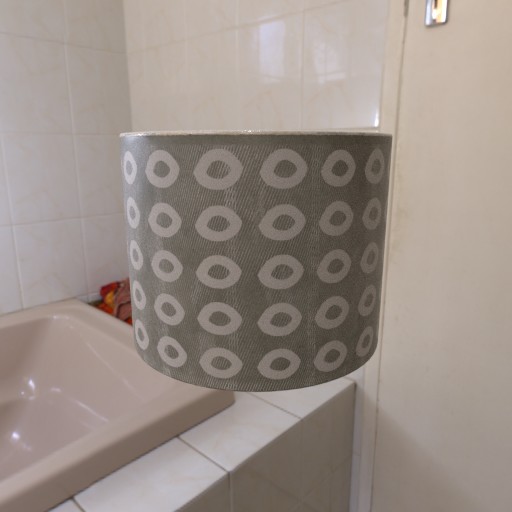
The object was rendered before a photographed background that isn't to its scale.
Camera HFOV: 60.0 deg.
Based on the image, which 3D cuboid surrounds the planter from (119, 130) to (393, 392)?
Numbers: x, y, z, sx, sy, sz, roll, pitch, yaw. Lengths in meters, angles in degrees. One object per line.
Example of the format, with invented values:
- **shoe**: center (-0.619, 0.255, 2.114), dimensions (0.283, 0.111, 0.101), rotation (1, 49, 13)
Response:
- **planter**: center (0.000, 0.000, 0.343), dimensions (0.190, 0.181, 0.190), rotation (0, 14, 0)
